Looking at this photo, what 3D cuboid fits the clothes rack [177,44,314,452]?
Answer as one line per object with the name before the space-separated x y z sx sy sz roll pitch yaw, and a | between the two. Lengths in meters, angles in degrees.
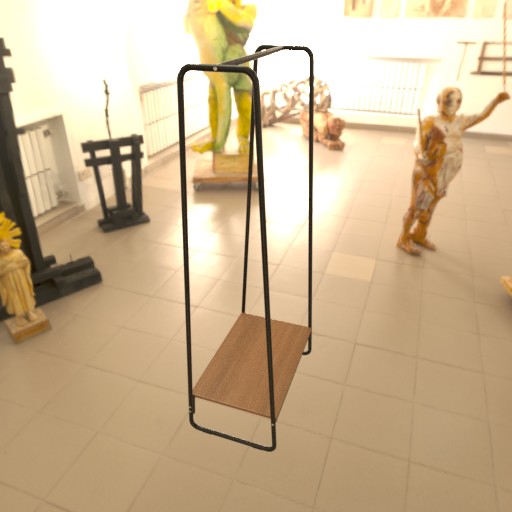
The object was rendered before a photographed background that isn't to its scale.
clothes rack | 0.000 0.000 1.793 0.400 1.500 0.640 10 31 17
